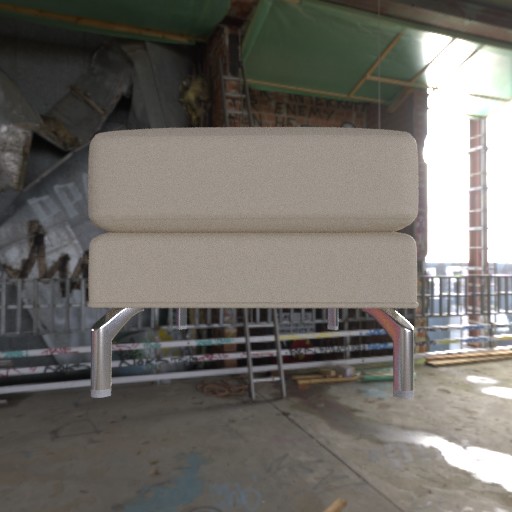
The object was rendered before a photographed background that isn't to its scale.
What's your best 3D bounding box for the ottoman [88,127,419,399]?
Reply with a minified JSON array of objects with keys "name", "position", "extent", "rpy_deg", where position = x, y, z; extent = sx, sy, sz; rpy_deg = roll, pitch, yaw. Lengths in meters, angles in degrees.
[{"name":"ottoman","position":[0.000,0.000,1.161],"extent":[0.581,0.497,0.835],"rpy_deg":[0,-1,1]}]
